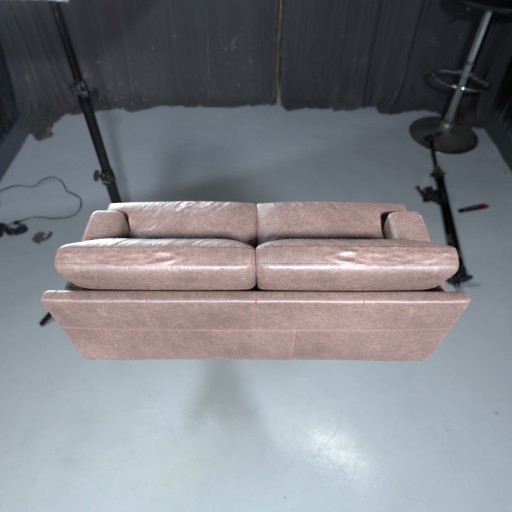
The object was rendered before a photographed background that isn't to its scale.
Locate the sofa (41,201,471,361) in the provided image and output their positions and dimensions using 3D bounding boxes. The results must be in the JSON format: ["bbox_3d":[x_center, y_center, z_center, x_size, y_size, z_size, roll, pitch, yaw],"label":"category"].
[{"bbox_3d":[0.000,0.000,2.821,2.261,0.941,1.143,0,48,0],"label":"sofa"}]
